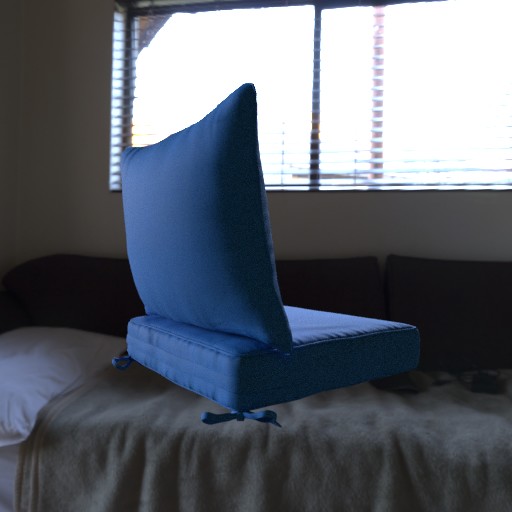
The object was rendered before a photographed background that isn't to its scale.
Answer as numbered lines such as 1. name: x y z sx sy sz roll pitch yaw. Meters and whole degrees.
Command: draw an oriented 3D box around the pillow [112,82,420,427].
1. pillow: 0.000 0.000 1.370 0.733 0.725 0.798 0 0 -36
